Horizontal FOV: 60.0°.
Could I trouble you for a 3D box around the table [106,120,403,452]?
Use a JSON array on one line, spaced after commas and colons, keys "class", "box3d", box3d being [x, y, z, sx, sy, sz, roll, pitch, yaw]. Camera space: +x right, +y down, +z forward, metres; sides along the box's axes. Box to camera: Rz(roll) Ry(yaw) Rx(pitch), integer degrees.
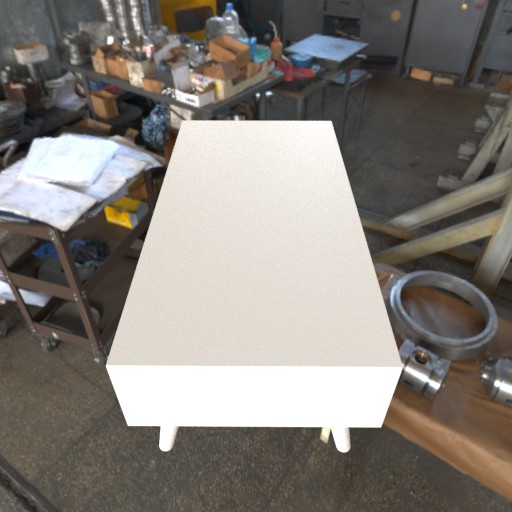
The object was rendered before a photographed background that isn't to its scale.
[{"class": "table", "box3d": [0.000, 0.000, 1.500, 0.609, 0.432, 1.194, 0, 41, 0]}]
